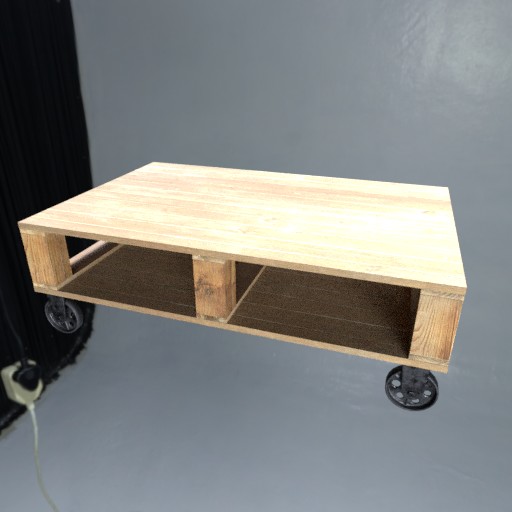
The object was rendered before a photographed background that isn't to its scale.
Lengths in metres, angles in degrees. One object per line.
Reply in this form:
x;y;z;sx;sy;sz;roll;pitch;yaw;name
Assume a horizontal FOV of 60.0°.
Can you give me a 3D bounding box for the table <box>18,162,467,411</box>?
0.000;0.000;1.647;1.299;0.413;0.827;8;27;17;table
